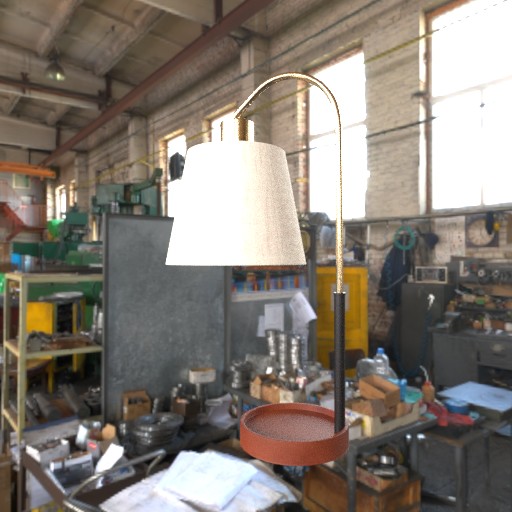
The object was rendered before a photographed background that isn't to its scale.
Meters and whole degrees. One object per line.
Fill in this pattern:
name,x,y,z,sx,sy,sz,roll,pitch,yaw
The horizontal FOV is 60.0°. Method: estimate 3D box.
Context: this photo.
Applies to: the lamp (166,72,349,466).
lamp,0.000,0.000,0.663,0.273,0.536,0.211,0,0,19
